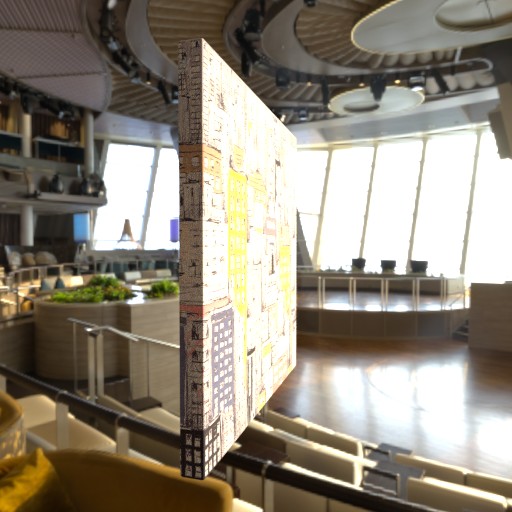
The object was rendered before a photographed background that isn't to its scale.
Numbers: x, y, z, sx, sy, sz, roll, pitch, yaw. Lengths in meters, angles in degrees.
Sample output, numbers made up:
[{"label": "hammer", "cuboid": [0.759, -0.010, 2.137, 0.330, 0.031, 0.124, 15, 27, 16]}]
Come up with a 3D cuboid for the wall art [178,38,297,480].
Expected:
[{"label": "wall art", "cuboid": [0.000, 0.000, 0.899, 0.038, 0.608, 0.607, 1, 2, 17]}]
